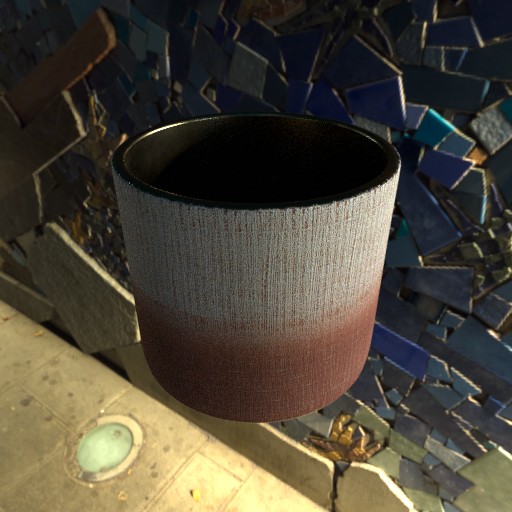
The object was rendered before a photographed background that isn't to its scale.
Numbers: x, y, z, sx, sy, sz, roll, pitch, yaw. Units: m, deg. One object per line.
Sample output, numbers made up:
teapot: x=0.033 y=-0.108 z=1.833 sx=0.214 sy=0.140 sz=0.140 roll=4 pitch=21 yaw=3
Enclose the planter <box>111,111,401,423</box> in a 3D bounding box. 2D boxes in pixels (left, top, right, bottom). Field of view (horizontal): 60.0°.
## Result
planter: x=0.000 y=0.000 z=0.396 sx=0.221 sy=0.201 sz=0.221 roll=0 pitch=32 yaw=0
